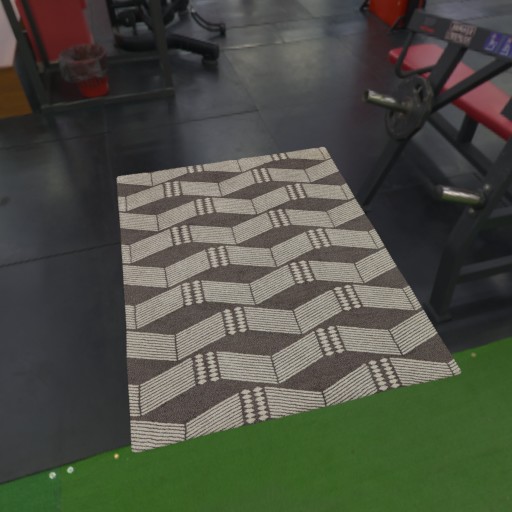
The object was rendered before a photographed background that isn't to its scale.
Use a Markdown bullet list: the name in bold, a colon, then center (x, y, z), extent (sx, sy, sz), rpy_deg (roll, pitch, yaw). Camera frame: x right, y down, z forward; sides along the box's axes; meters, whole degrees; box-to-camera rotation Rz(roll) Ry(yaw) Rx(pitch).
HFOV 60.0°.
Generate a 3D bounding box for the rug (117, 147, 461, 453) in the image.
- **rug**: center (0.000, 0.000, 4.119), extent (2.438, 0.016, 3.048), rpy_deg (-10, 48, -9)
